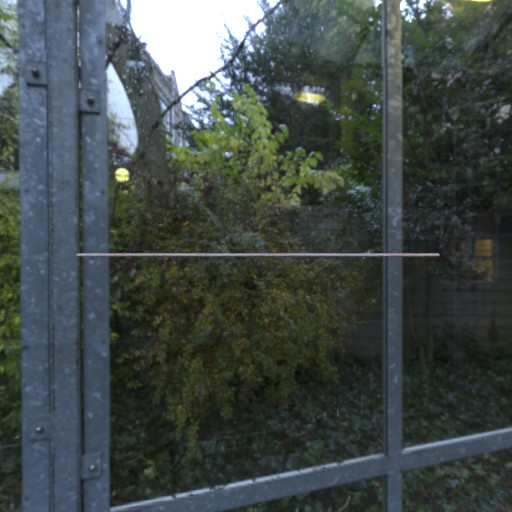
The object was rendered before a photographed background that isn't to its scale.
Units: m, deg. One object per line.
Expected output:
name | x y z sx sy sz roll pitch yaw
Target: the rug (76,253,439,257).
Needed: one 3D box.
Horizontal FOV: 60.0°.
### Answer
rug | 0.000 0.000 3.118 1.609 0.015 2.390 0 0 -1
